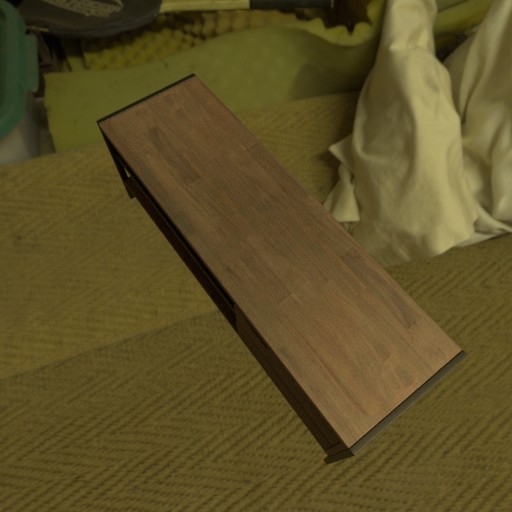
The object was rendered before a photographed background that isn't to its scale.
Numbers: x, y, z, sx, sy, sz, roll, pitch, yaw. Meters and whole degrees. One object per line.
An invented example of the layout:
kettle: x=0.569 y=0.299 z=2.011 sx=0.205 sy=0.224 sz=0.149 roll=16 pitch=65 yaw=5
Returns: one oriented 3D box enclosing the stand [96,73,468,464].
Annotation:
stand: x=0.000 y=0.000 z=1.732 sx=0.454 sy=0.506 sz=1.480 roll=-33 pitch=67 yaw=-16
